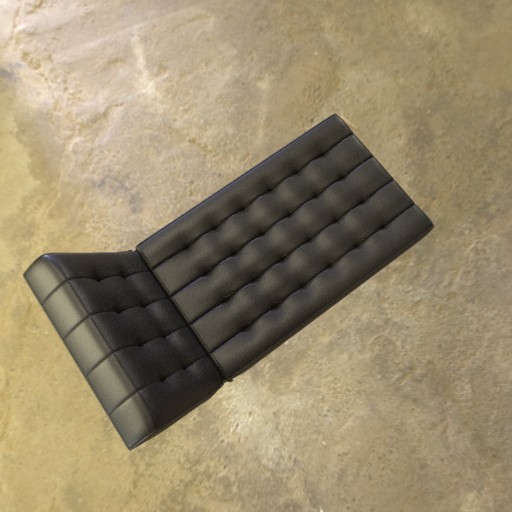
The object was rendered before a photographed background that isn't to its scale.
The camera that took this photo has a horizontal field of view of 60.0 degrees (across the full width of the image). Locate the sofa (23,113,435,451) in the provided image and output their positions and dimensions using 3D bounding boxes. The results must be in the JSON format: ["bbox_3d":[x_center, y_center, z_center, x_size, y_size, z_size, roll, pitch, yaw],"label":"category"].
[{"bbox_3d":[0.000,0.000,1.983,1.560,0.820,0.760,-35,78,-9],"label":"sofa"}]
